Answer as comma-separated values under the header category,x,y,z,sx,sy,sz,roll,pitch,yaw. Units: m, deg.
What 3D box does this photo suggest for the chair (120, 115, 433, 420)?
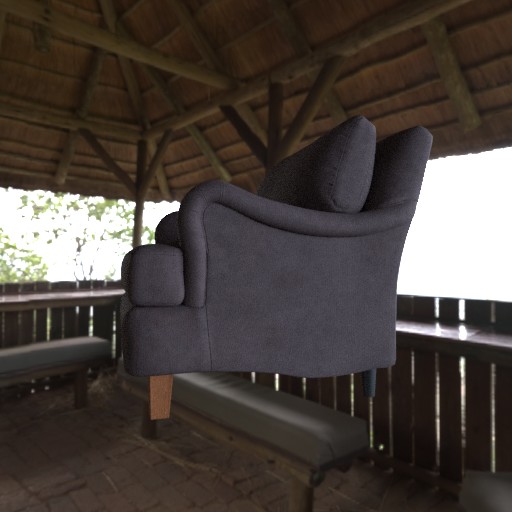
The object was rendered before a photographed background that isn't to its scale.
category,x,y,z,sx,sy,sz,roll,pitch,yaw
chair,0.000,0.000,1.831,1.070,0.997,0.955,0,-1,-17
